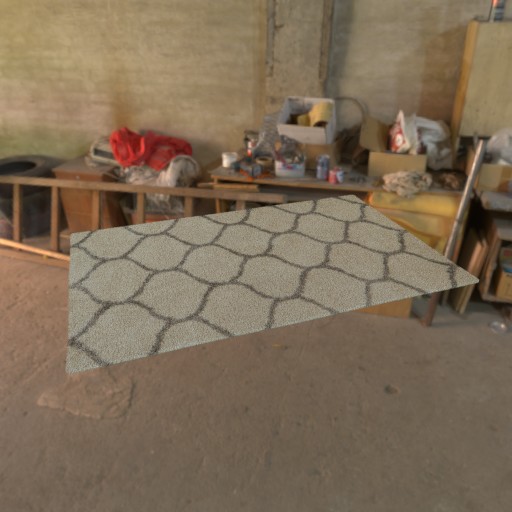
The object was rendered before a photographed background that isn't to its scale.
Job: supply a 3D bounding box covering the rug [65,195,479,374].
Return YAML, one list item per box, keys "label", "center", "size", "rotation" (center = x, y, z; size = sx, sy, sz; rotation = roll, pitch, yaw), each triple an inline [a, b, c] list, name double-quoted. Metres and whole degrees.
- label: "rug"
  center: [0.000, 0.000, 2.958]
  size: [2.348, 0.024, 1.501]
  rotation: [-10, 31, -17]
